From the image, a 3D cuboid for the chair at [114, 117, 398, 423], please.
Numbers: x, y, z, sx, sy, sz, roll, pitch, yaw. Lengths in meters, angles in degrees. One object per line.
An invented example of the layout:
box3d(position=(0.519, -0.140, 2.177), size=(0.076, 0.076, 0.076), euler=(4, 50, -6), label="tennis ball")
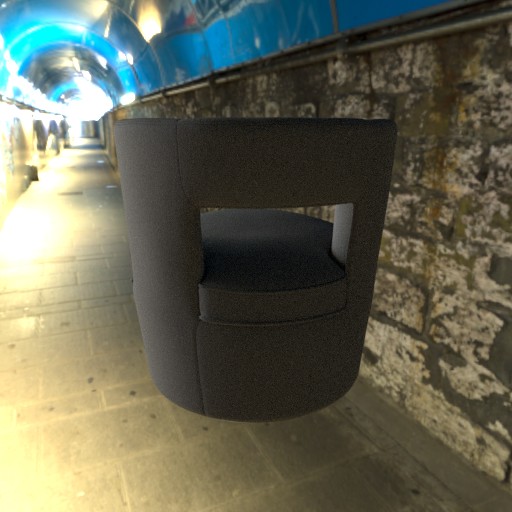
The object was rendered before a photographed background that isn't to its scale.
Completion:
box3d(position=(0.000, 0.000, 1.223), size=(0.689, 0.719, 0.660), euler=(-3, 16, -10), label="chair")
